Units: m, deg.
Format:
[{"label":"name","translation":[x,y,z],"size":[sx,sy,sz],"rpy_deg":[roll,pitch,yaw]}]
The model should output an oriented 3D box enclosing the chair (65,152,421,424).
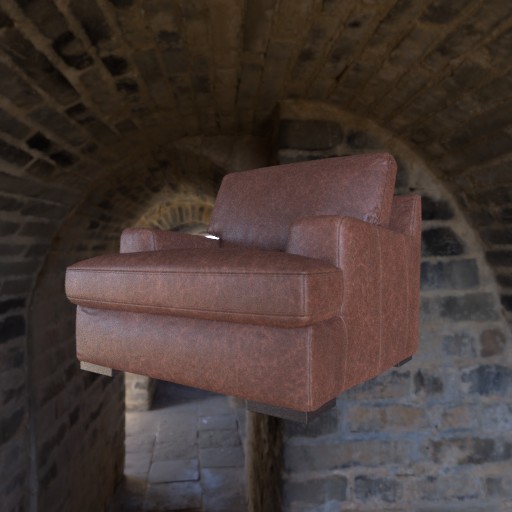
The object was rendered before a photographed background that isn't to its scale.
[{"label":"chair","translation":[0.000,0.000,1.942],"size":[1.168,0.939,1.143],"rpy_deg":[0,-1,36]}]
